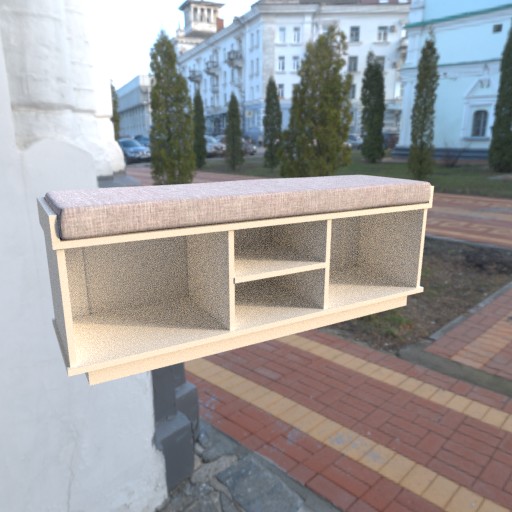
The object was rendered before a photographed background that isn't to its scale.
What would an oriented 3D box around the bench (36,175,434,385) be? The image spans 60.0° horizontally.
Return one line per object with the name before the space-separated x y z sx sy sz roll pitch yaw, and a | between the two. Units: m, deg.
bench | 0.000 0.000 1.416 1.196 0.453 0.363 -8 17 -28
